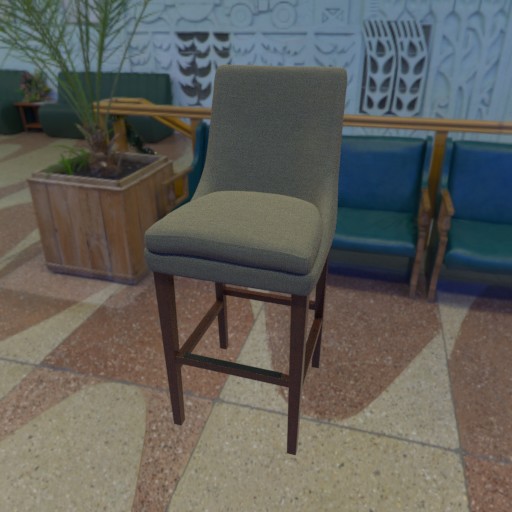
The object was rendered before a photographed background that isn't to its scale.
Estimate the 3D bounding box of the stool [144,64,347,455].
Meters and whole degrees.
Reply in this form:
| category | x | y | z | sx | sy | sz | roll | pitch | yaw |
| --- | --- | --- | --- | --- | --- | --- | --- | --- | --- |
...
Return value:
| category | x | y | z | sx | sy | sz | roll | pitch | yaw |
| --- | --- | --- | --- | --- | --- | --- | --- | --- | --- |
| stool | 0.000 | 0.000 | 1.402 | 0.470 | 1.078 | 0.577 | 8 | 28 | 15 |
